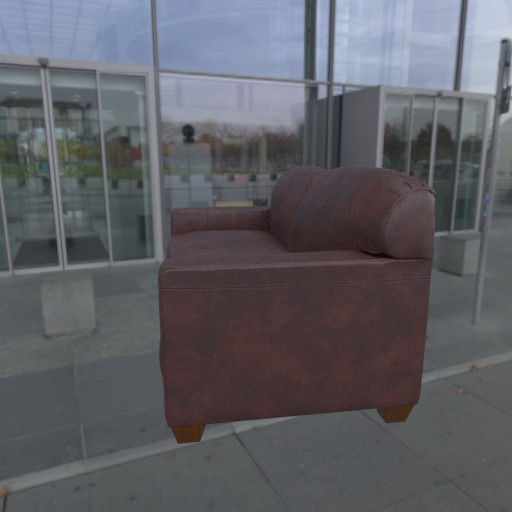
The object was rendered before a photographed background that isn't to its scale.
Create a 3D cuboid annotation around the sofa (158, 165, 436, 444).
[{"bbox_3d":[0.000,0.000,2.390,1.000,0.966,1.856,-2,12,-9],"label":"sofa"}]
